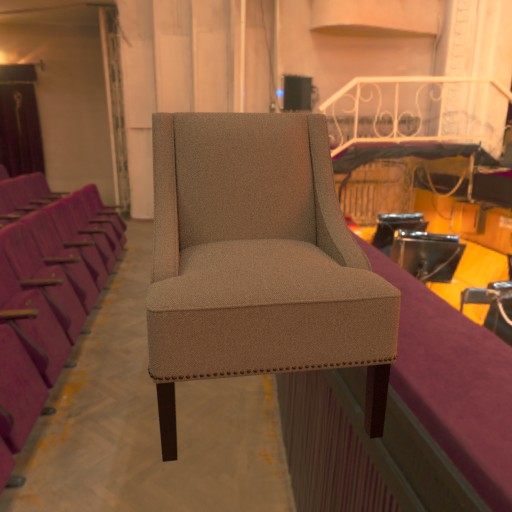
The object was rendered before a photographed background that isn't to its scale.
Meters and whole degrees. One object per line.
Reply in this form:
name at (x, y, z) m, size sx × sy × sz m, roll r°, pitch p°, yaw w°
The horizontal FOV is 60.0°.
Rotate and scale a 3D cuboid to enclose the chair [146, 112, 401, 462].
chair at (0.000, 0.000, 1.366) m, size 0.628 × 0.872 × 0.748 m, roll -2°, pitch 15°, yaw -9°
